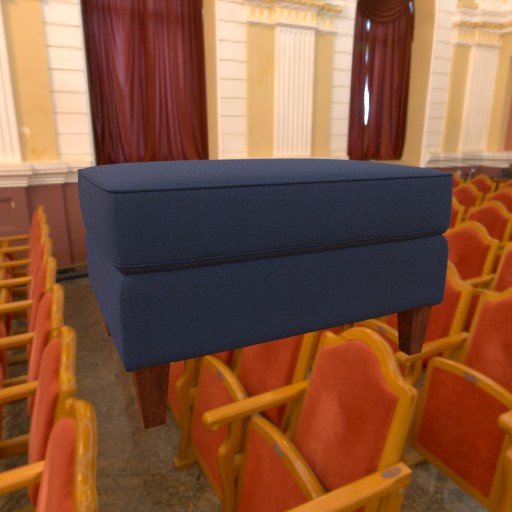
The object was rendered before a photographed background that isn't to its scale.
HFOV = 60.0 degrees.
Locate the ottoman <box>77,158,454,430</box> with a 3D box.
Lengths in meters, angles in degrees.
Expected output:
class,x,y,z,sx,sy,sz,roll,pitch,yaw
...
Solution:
class,x,y,z,sx,sy,sz,roll,pitch,yaw
ottoman,0.000,0.000,1.385,0.965,0.584,0.686,-7,17,-25
